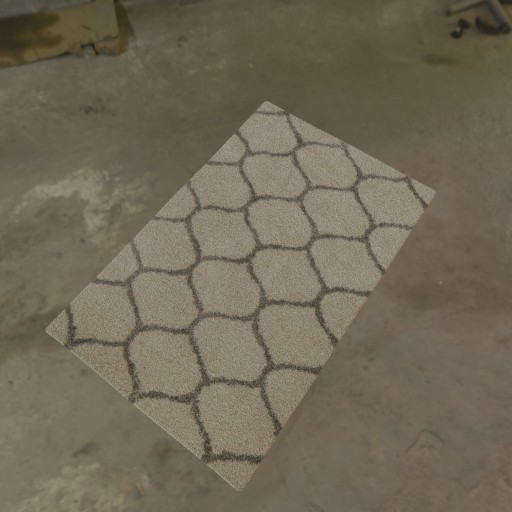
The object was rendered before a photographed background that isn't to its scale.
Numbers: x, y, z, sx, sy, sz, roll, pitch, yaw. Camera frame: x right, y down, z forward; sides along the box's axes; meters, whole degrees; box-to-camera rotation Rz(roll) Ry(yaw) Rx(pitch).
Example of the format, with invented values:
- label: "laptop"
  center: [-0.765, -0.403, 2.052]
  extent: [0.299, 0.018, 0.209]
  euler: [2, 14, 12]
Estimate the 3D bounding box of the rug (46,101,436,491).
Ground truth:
- label: "rug"
  center: [0.000, 0.000, 2.945]
  extent: [1.501, 0.024, 2.348]
  euler: [33, 68, 15]
